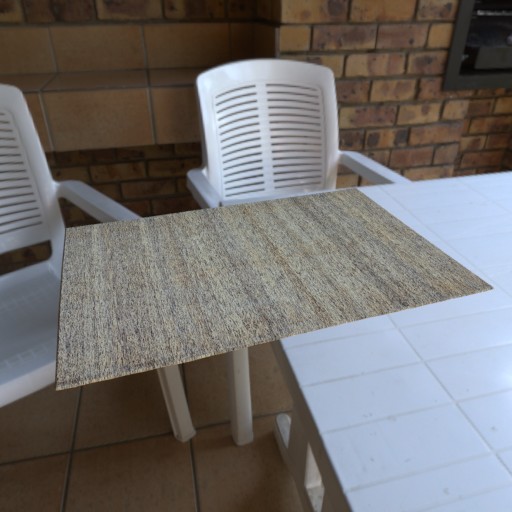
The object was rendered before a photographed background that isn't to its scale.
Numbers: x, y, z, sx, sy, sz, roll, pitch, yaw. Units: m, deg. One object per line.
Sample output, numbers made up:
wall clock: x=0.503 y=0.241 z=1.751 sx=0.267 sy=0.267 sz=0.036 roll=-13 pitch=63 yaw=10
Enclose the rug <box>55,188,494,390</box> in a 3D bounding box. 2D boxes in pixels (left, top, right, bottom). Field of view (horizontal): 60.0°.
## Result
rug: x=0.000 y=0.000 z=2.233 sx=1.846 sy=0.014 sz=1.243 roll=-10 pitch=32 yaw=-16
